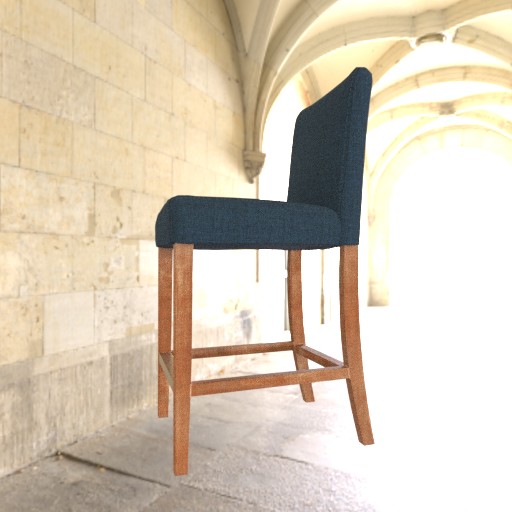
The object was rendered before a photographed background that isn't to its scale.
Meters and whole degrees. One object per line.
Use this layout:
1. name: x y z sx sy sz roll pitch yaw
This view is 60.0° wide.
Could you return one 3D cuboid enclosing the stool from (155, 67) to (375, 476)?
1. stool: 0.000 0.000 1.326 0.567 1.039 0.454 0 0 -18
